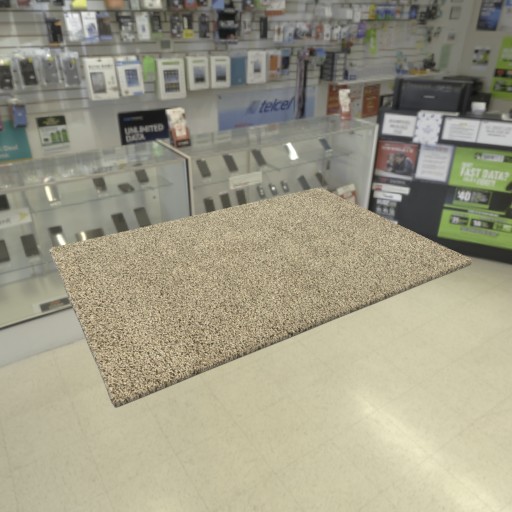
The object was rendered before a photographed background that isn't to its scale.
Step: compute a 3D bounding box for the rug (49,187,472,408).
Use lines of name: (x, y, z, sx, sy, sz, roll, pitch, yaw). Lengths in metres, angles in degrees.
rug: (0.000, 0.000, 2.246, 1.778, 0.030, 1.219, -16, 33, -27)
